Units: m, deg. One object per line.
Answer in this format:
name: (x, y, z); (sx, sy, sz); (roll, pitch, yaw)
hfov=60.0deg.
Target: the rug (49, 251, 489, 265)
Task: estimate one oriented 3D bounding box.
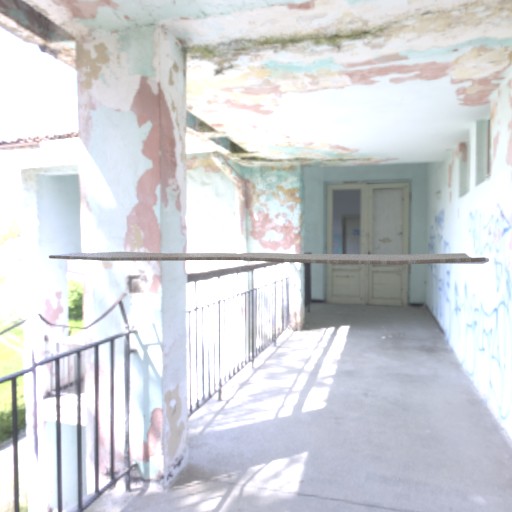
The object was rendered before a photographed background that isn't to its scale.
rug: (0.000, 0.000, 2.722); (2.452, 0.051, 0.752); (1, 3, 18)
